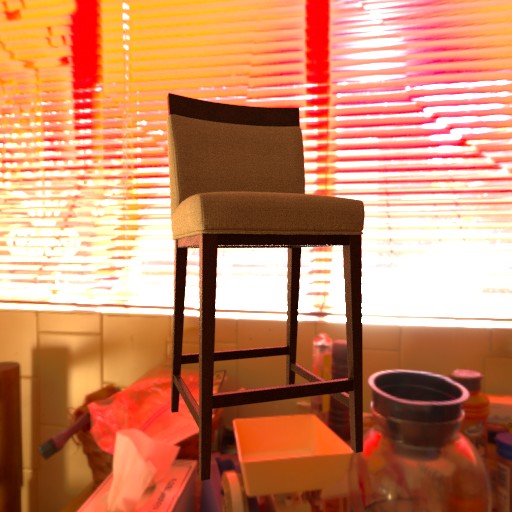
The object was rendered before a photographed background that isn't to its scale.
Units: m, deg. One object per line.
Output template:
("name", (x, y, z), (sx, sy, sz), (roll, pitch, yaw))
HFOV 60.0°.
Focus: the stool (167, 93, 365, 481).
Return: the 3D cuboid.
("stool", (0.000, 0.000, 1.292), (0.463, 1.011, 0.480), (-1, 2, -19))
